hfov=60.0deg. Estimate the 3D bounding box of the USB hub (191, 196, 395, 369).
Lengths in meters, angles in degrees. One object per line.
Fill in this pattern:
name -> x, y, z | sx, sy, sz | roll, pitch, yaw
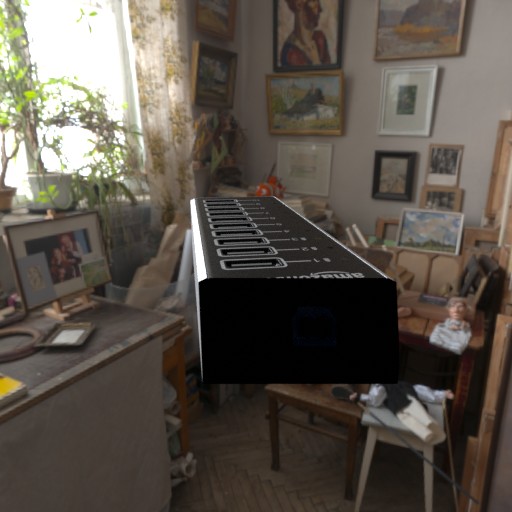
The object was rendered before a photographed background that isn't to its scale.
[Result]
USB hub -> 0.000, 0.000, 0.160 | 0.044, 0.023, 0.145 | -2, 16, -9
